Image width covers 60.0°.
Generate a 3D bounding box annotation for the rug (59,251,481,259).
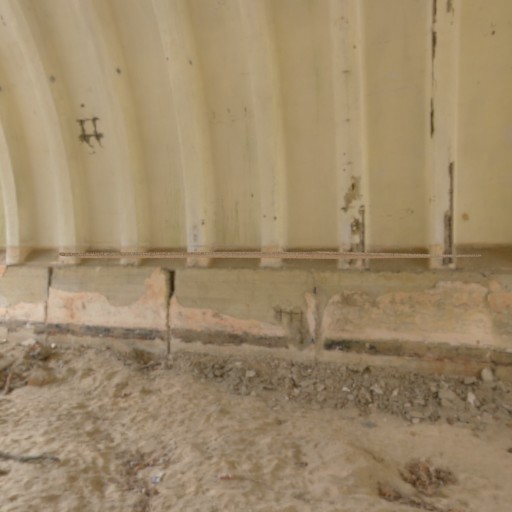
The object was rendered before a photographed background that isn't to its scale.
[{"bbox_3d":[0.000,0.000,3.043,2.346,0.029,1.574,0,-1,-18],"label":"rug"}]
